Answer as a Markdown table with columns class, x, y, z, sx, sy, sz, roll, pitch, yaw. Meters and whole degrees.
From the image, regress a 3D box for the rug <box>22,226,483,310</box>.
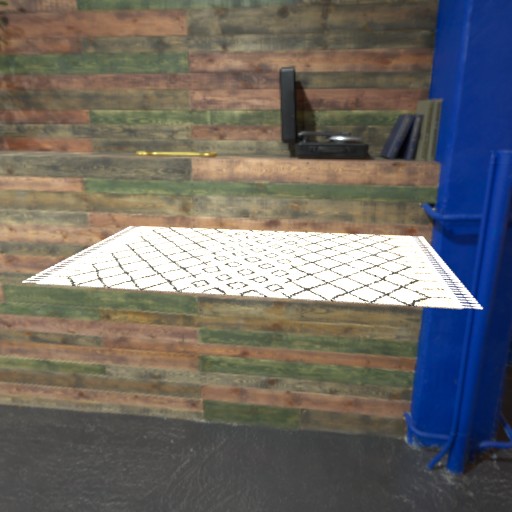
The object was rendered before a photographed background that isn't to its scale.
| class | x | y | z | sx | sy | sz | roll | pitch | yaw |
| --- | --- | --- | --- | --- | --- | --- | --- | --- | --- |
| rug | 0.000 | 0.000 | 2.461 | 2.006 | 0.008 | 1.196 | 3 | 17 | 9 |
